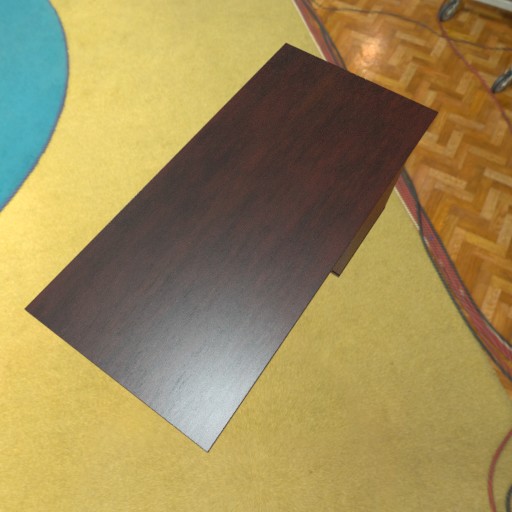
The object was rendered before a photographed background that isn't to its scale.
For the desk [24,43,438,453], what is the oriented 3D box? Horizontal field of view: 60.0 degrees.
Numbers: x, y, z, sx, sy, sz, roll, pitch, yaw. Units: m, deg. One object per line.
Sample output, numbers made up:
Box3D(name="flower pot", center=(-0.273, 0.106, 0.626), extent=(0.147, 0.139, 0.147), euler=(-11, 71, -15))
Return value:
Box3D(name="desk", center=(0.000, 0.000, 1.670), extent=(0.612, 0.758, 1.277), euler=(32, 67, 15))
